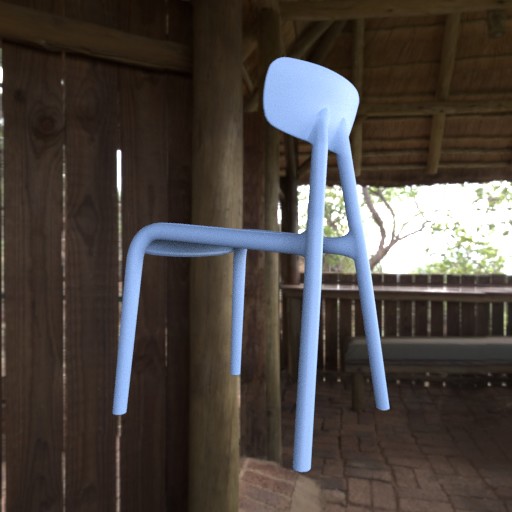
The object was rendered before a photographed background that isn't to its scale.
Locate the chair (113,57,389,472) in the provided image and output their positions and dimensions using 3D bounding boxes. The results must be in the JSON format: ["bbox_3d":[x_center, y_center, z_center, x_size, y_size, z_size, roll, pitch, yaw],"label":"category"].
[{"bbox_3d":[0.000,0.000,0.832,0.401,0.580,0.356,0,0,37],"label":"chair"}]
